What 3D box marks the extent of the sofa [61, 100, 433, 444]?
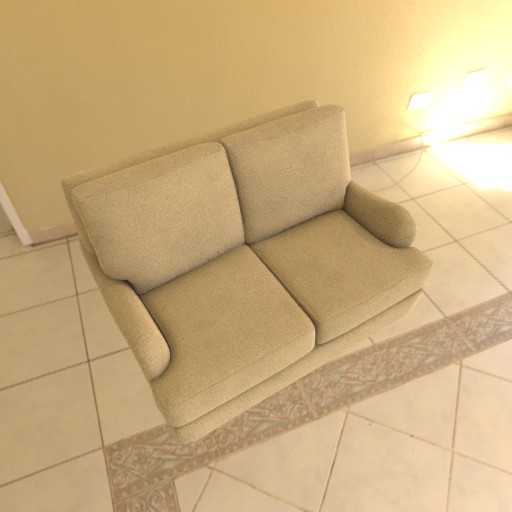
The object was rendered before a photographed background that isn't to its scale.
[{"bbox_3d":[0.000,0.000,2.216,1.480,0.999,1.087,-24,51,-22],"label":"sofa"}]
